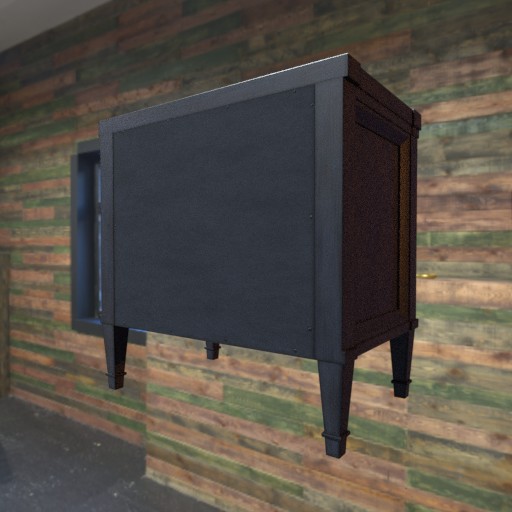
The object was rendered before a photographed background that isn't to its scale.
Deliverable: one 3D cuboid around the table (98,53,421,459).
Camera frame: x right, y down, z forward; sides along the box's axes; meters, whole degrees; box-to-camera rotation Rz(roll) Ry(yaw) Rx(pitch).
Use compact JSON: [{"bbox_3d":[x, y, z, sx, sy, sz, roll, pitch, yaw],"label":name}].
[{"bbox_3d":[0.000,0.000,1.069,0.660,0.660,0.413,1,2,36],"label":"table"}]
